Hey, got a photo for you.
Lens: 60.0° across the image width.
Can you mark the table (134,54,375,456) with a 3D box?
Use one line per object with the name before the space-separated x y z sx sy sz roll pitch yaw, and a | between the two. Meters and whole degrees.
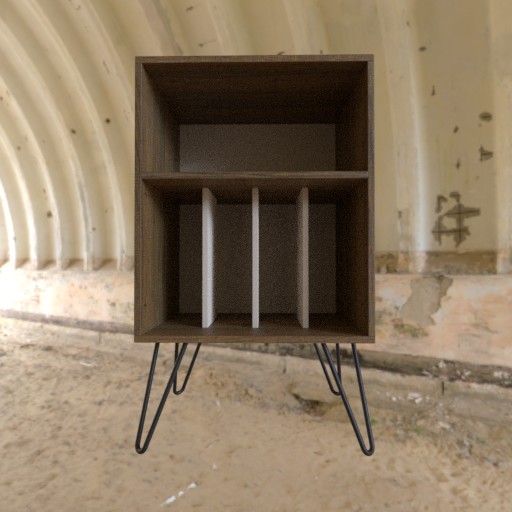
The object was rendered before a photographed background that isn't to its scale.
table | 0.000 0.000 1.180 0.526 0.866 0.457 0 -1 1
